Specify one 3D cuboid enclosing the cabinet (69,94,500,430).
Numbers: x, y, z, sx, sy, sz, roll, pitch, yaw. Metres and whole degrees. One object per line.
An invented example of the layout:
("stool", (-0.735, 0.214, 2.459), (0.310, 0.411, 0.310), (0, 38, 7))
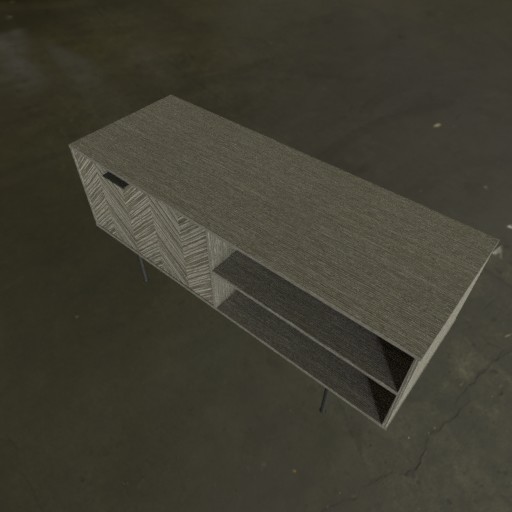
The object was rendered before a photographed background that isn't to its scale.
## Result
("cabinet", (0.000, 0.000, 1.570), (1.300, 0.599, 0.500), (31, 54, 26))
